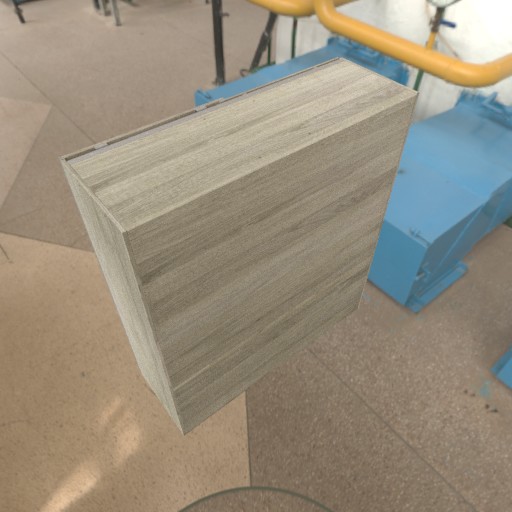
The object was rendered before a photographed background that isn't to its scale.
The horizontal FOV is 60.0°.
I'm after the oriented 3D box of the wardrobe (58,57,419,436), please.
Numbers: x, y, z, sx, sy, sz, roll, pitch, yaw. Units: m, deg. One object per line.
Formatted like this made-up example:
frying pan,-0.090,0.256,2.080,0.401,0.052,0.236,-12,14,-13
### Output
wardrobe,0.000,0.000,2.917,1.780,1.960,0.629,-30,54,-25
